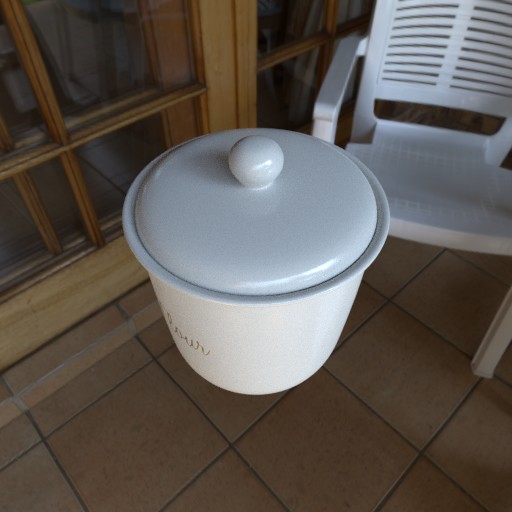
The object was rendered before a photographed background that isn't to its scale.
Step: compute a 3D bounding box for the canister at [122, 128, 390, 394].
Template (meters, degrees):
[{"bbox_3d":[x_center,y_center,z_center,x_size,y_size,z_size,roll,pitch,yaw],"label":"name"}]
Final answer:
[{"bbox_3d":[0.000,0.000,0.349,0.182,0.208,0.182,0,47,0],"label":"canister"}]
